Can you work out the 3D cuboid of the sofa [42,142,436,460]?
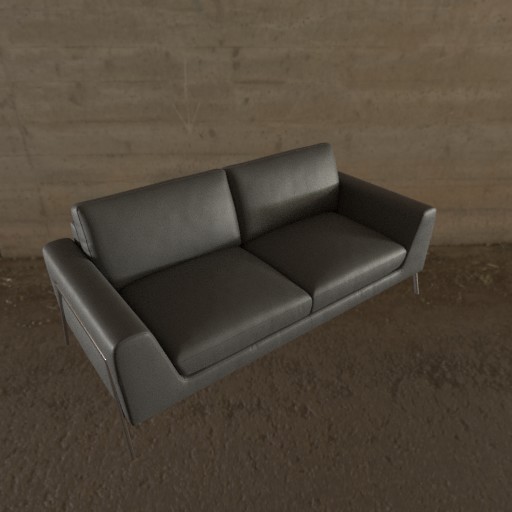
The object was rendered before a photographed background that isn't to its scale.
[{"bbox_3d":[0.000,0.000,2.505,2.017,0.875,0.953,-21,37,-31],"label":"sofa"}]
